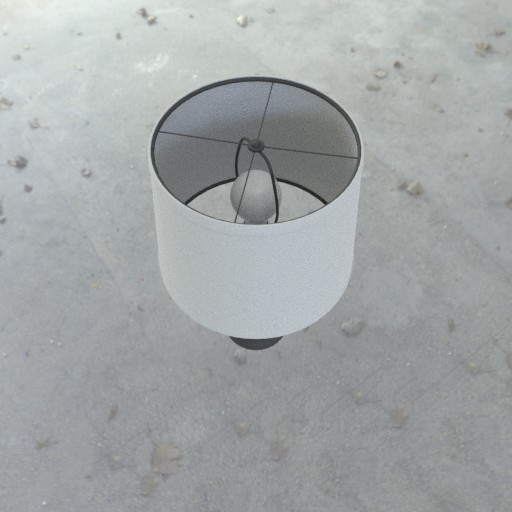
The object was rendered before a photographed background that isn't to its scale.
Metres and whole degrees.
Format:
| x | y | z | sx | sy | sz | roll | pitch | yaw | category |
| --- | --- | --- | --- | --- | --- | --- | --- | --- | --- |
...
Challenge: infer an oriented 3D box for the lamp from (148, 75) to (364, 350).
| x | y | z | sx | sy | sz | roll | pitch | yaw | category |
| --- | --- | --- | --- | --- | --- | --- | --- | --- | --- |
| 0.000 | 0.000 | 0.733 | 0.310 | 0.501 | 0.310 | 0 | 57 | 0 | lamp |
